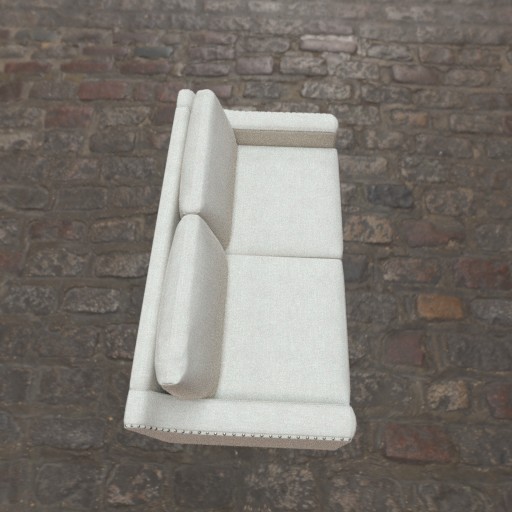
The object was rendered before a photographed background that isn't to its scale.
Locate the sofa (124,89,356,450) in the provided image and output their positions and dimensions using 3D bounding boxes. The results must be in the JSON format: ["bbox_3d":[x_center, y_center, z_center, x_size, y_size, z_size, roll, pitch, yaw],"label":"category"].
[{"bbox_3d":[0.000,0.000,2.728,1.104,0.983,2.107,2,63,1],"label":"sofa"}]
